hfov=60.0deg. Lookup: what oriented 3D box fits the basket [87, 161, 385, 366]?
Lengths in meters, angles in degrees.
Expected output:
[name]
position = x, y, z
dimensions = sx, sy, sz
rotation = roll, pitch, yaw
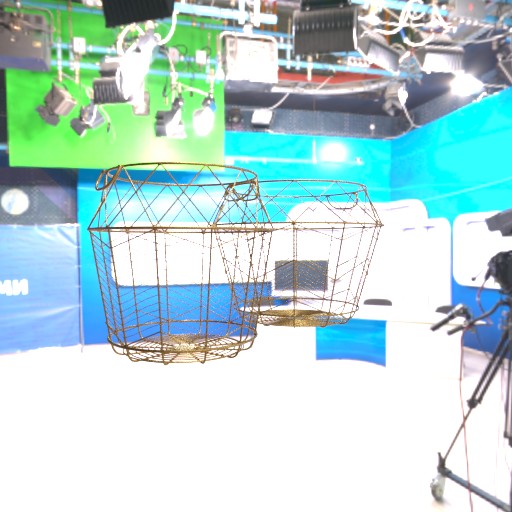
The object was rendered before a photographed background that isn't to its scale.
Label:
[basket]
position = 0.000, 0.000, 1.025
dimensions = 0.451, 0.343, 0.805
rotation = 1, 2, 36
